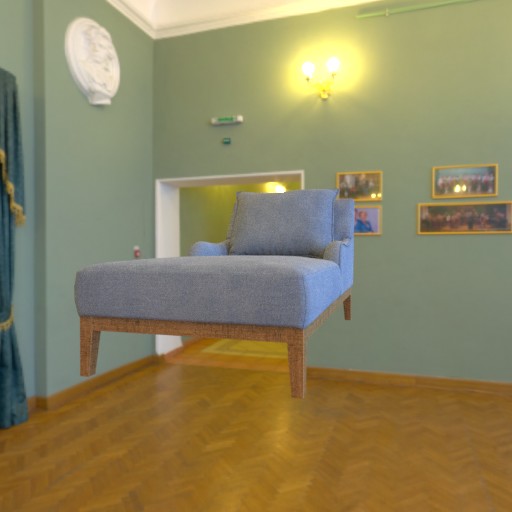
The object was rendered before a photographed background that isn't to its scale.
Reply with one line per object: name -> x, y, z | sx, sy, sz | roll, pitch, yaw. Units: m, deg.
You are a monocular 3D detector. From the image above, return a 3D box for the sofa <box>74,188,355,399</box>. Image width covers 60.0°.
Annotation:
sofa -> 0.000, 0.000, 2.360 | 0.904, 0.883, 1.779 | 0, 1, 17
